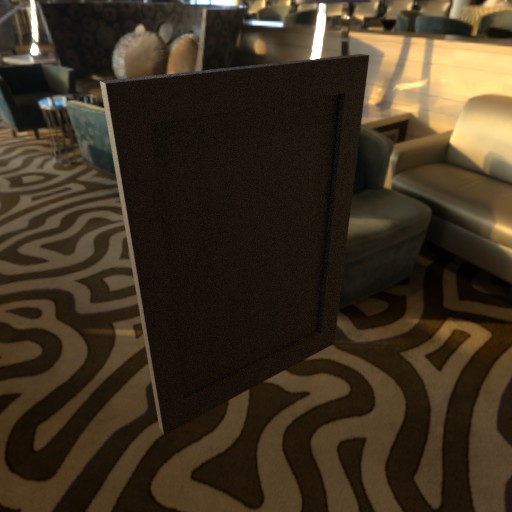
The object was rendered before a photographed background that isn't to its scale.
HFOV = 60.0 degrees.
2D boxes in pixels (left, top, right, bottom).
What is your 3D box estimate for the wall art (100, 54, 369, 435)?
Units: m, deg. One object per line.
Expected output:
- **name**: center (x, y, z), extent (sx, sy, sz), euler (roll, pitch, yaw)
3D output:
- **wall art**: center (0.000, 0.000, 0.645), extent (0.359, 0.513, 0.017), euler (-20, 36, -29)
